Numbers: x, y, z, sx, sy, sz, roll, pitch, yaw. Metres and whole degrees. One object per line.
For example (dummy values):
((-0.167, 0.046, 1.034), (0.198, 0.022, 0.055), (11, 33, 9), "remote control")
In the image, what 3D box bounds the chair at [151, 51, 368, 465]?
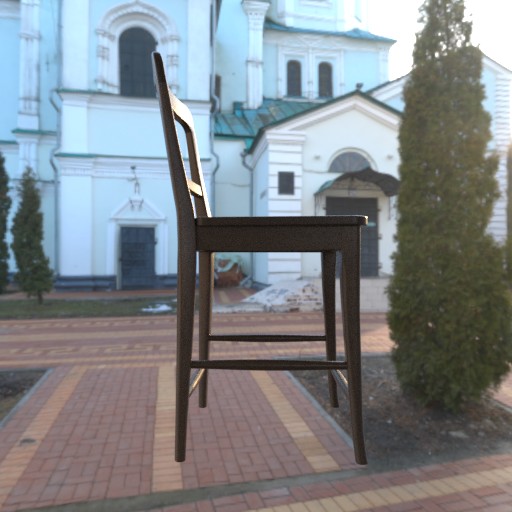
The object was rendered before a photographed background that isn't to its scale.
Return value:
((0.000, 0.000, 1.264), (0.546, 0.991, 0.450), (0, 0, 1), "chair")
